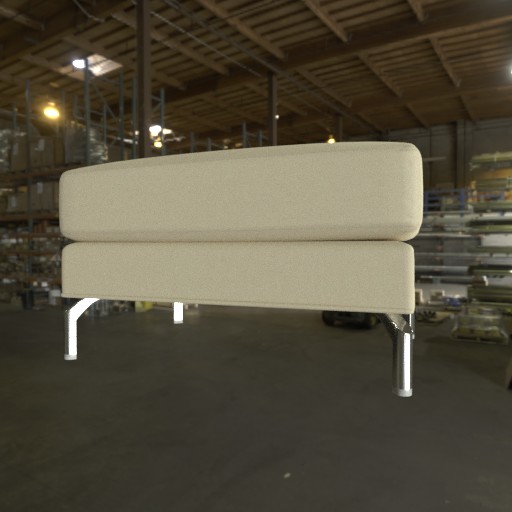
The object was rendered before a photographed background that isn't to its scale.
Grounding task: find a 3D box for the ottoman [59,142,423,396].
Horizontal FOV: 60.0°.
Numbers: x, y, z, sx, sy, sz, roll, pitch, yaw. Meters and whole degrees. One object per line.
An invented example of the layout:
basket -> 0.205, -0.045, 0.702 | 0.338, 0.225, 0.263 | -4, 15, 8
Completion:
ottoman -> 0.000, 0.000, 1.198 | 0.835, 0.497, 0.581 | 0, 1, 20
